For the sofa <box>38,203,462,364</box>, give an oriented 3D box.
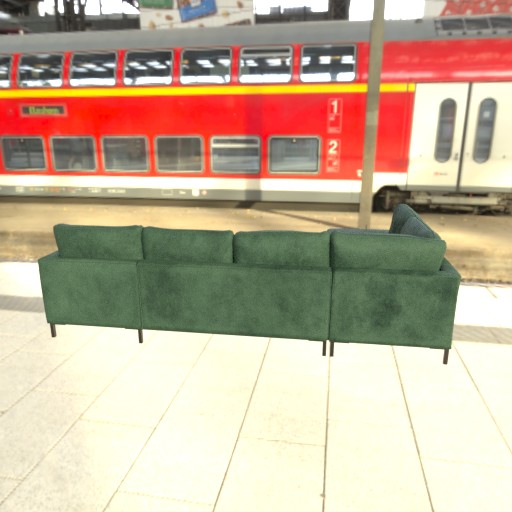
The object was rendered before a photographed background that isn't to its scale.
[{"bbox_3d":[0.000,0.000,3.984,2.994,0.861,1.992,2,16,8],"label":"sofa"}]
